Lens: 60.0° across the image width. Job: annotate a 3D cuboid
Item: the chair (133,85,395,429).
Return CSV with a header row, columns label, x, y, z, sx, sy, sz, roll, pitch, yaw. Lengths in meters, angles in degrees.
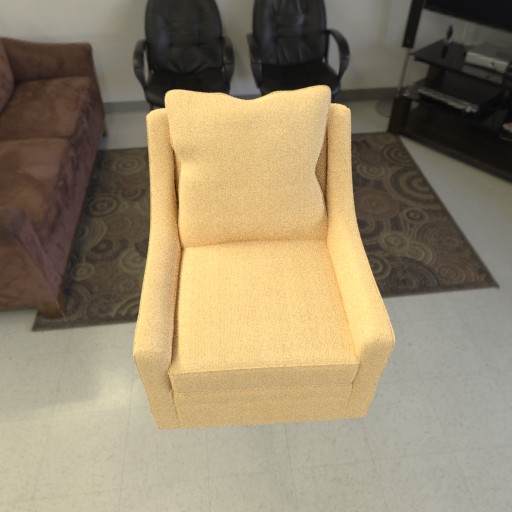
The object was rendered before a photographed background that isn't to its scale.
label,x,y,z,sx,sy,sz,roll,pitch,yaw
chair,0.000,0.000,1.594,0.760,0.927,0.876,-2,45,-3
